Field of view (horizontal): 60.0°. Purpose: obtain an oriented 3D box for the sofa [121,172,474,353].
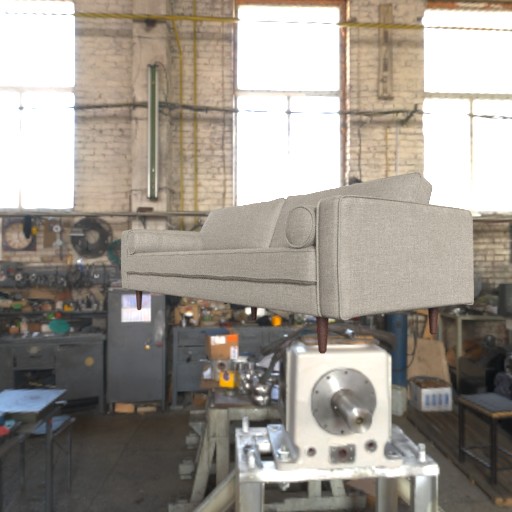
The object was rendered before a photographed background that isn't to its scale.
[{"bbox_3d":[0.000,0.000,2.651,0.914,0.762,2.211,1,-1,-36],"label":"sofa"}]
